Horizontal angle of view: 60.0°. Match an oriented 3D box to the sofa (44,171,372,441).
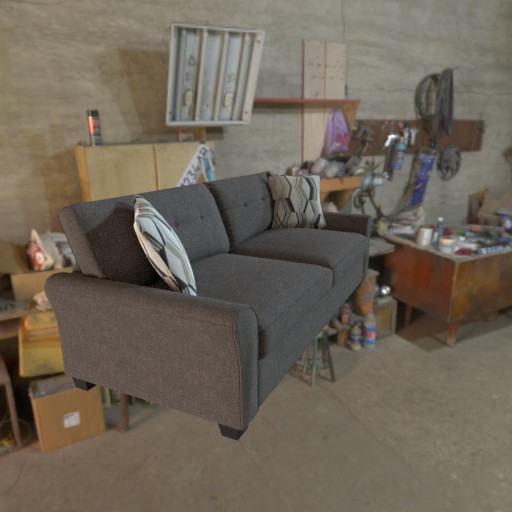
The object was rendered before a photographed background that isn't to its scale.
[{"bbox_3d":[0.000,0.000,2.462,0.889,0.813,2.032,7,17,25],"label":"sofa"}]
